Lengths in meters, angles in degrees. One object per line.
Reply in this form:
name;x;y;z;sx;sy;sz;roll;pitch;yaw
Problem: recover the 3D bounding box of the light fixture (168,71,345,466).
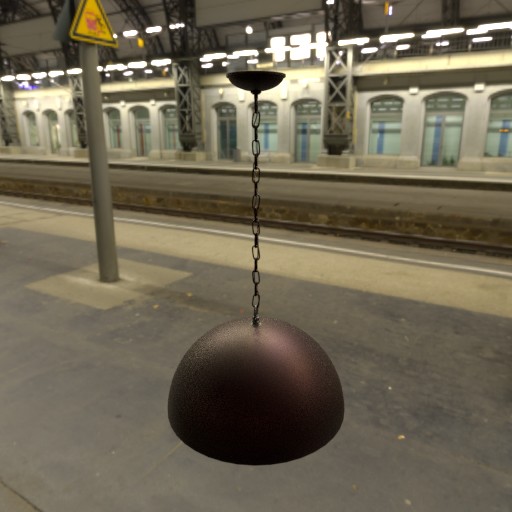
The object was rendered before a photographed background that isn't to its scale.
light fixture;0.000;0.000;1.141;0.492;0.869;0.492;3;16;10
